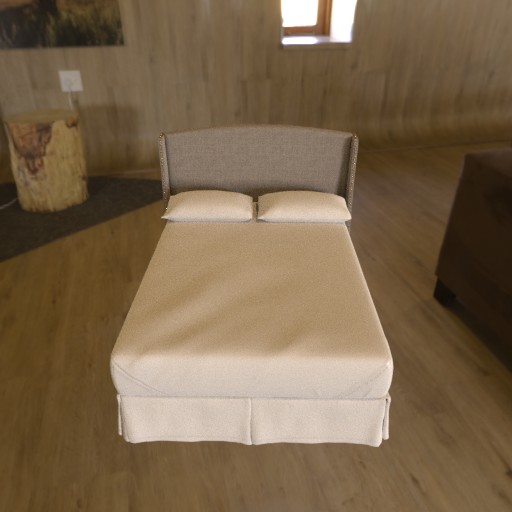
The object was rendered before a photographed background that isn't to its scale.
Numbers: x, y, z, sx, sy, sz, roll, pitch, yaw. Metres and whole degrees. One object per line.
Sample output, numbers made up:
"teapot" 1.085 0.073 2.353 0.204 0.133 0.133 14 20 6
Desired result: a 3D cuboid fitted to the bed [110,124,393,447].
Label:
"bed" 0.000 0.000 3.292 1.710 1.407 2.237 0 31 1
